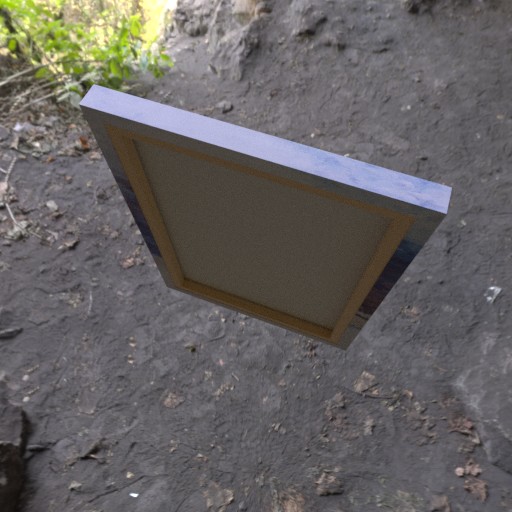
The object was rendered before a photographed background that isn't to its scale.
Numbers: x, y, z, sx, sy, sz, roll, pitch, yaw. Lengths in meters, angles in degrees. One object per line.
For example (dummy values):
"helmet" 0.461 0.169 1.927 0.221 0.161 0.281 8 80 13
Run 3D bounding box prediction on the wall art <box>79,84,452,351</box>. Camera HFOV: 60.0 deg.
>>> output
"wall art" 0.000 0.000 0.762 0.437 0.581 0.036 19 66 9
